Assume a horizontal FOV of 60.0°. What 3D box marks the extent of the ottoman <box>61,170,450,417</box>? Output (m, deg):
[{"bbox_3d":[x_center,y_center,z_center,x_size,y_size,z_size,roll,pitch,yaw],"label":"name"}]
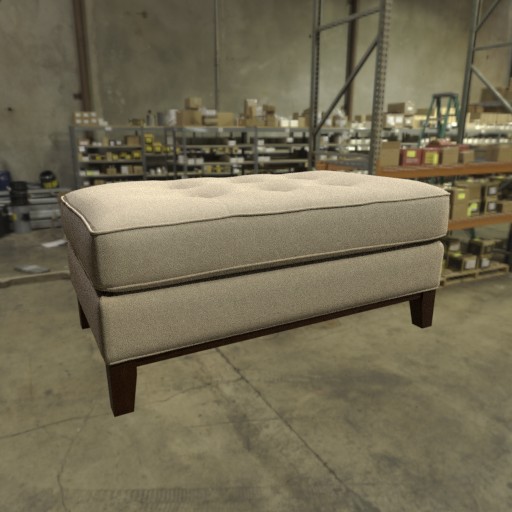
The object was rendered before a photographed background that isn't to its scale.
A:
[{"bbox_3d":[0.000,0.000,1.498,1.143,0.508,0.648,-8,18,-27],"label":"ottoman"}]
